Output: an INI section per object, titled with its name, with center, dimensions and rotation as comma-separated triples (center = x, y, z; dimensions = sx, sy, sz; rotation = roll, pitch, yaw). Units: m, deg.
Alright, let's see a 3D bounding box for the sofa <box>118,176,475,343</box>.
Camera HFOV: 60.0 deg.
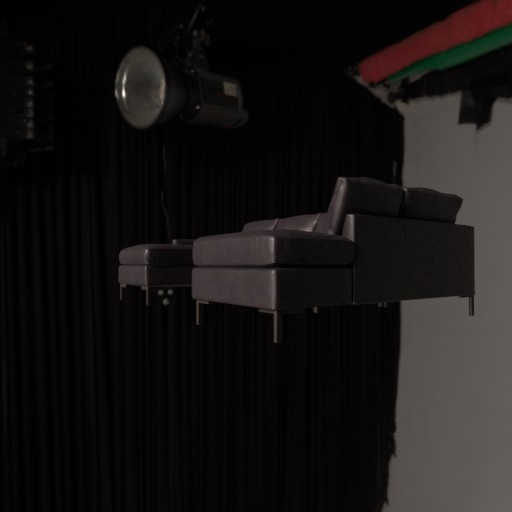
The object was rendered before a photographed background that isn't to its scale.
[sofa]
center = 0.000, 0.000, 3.885
dimensions = 1.939, 0.900, 2.956
rotation = 1, -1, -36
